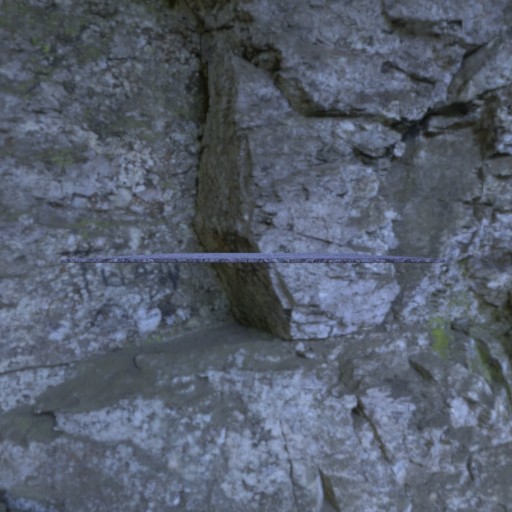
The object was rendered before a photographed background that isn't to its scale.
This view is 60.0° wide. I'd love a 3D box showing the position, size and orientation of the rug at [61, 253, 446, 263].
[{"bbox_3d":[0.000,0.000,2.182,1.158,0.013,1.752,0,1,0],"label":"rug"}]
